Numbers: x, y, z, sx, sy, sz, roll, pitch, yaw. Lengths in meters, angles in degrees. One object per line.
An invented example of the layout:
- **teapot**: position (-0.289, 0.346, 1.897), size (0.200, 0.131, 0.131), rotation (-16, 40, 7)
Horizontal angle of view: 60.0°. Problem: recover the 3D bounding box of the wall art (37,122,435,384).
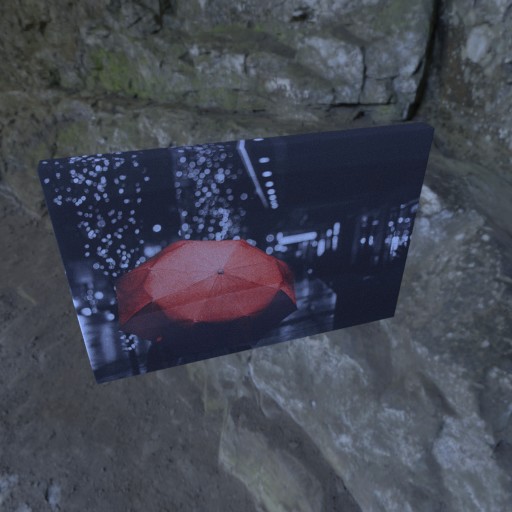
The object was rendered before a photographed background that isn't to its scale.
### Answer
- **wall art**: position (0.000, 0.000, 0.776), size (0.609, 0.406, 0.037), rotation (-10, 34, -15)
